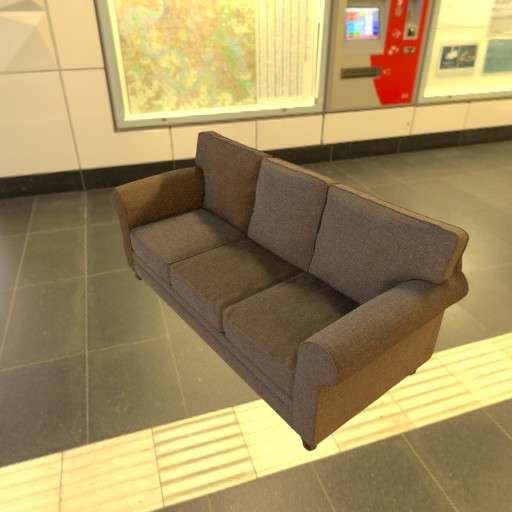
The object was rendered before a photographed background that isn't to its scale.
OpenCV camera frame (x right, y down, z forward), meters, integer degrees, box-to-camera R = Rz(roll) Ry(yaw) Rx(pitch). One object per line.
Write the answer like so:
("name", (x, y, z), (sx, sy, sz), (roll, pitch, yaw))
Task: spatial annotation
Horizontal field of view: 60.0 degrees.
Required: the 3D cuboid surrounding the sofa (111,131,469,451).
("sofa", (0.000, 0.000, 2.585), (0.916, 0.961, 2.084), (-22, 37, -32))
